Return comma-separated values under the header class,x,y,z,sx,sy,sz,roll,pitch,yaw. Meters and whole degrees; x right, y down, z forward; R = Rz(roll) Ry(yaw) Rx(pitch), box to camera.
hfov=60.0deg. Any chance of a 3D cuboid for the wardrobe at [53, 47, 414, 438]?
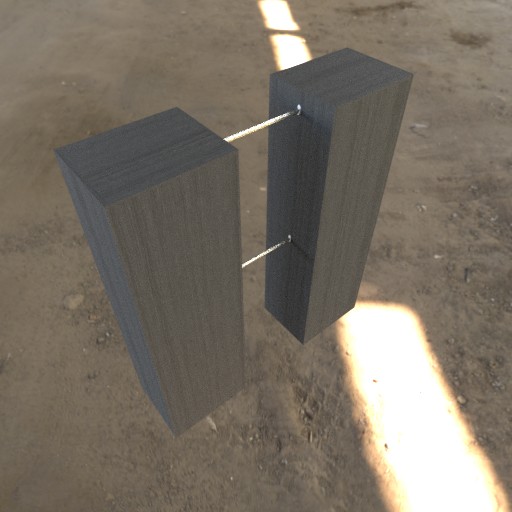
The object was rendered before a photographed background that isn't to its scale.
class,x,y,z,sx,sy,sz,roll,pitch,yaw
wardrobe,0.000,0.000,2.805,1.770,2.000,0.480,-30,52,-26
